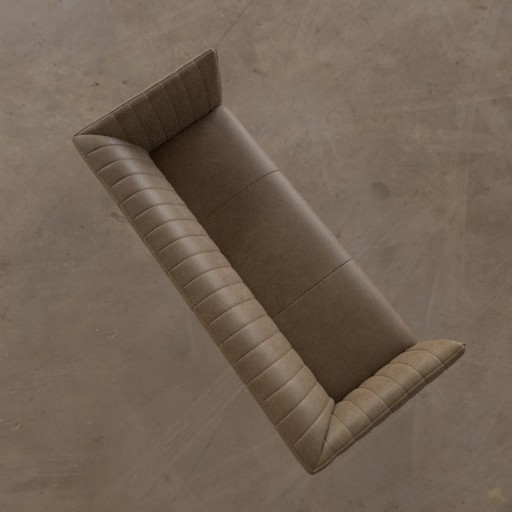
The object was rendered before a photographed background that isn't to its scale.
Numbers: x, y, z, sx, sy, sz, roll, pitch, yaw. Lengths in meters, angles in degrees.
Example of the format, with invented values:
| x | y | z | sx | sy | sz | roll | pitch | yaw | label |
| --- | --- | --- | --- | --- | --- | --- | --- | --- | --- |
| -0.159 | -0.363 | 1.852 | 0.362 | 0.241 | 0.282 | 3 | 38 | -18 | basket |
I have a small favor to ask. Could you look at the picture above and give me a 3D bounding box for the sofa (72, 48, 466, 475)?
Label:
| x | y | z | sx | sy | sz | roll | pitch | yaw | label |
| --- | --- | --- | --- | --- | --- | --- | --- | --- | --- |
| 0.000 | 0.000 | 2.392 | 0.876 | 0.779 | 1.980 | -36 | 79 | -8 | sofa |
